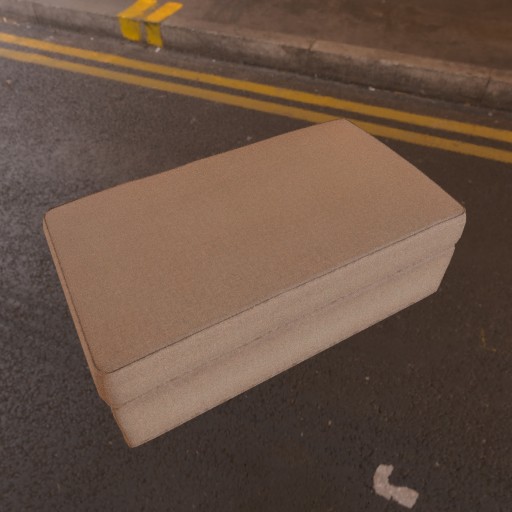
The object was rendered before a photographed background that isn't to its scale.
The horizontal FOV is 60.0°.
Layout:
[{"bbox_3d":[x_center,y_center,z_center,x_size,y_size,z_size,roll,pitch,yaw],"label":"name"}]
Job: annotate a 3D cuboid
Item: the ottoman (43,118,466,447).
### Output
[{"bbox_3d":[0.000,0.000,1.390,1.097,0.448,0.617,-22,51,-19],"label":"ottoman"}]
